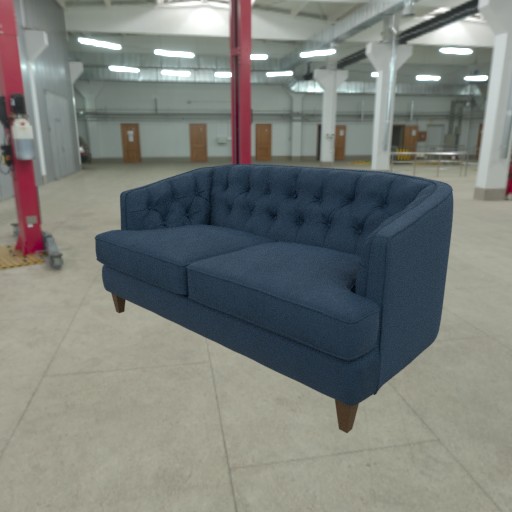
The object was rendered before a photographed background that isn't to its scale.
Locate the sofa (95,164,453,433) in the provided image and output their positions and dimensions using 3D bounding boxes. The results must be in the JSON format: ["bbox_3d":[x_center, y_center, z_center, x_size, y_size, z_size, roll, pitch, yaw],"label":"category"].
[{"bbox_3d":[0.000,0.000,2.257,1.733,0.854,0.941,14,21,42],"label":"sofa"}]
